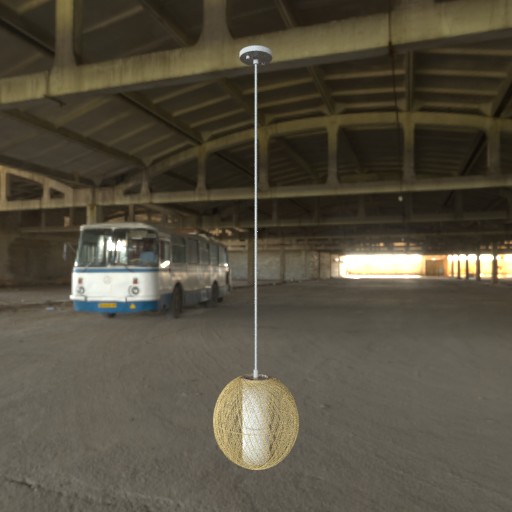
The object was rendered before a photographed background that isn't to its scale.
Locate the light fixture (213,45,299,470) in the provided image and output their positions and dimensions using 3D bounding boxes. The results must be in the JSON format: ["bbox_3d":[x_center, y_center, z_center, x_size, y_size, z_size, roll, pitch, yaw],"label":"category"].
[{"bbox_3d":[0.000,0.000,2.118,0.406,1.955,0.407,0,-2,18],"label":"light fixture"}]
